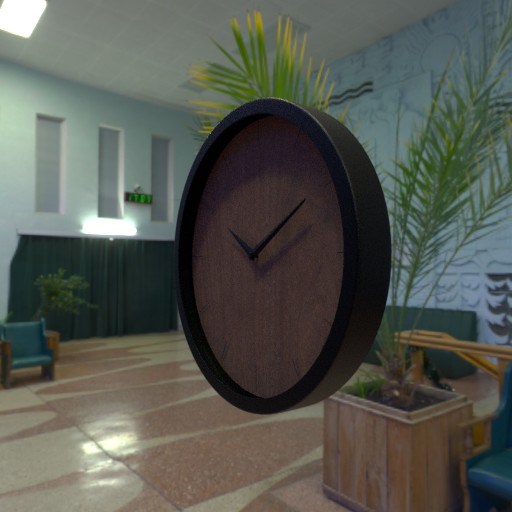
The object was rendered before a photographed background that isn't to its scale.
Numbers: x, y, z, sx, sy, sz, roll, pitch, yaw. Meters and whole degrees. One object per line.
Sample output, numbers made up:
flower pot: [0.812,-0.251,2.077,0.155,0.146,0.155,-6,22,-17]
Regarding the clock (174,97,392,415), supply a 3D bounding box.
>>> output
clock: [0.000,0.000,0.466,0.040,0.314,0.314,1,-2,-36]
